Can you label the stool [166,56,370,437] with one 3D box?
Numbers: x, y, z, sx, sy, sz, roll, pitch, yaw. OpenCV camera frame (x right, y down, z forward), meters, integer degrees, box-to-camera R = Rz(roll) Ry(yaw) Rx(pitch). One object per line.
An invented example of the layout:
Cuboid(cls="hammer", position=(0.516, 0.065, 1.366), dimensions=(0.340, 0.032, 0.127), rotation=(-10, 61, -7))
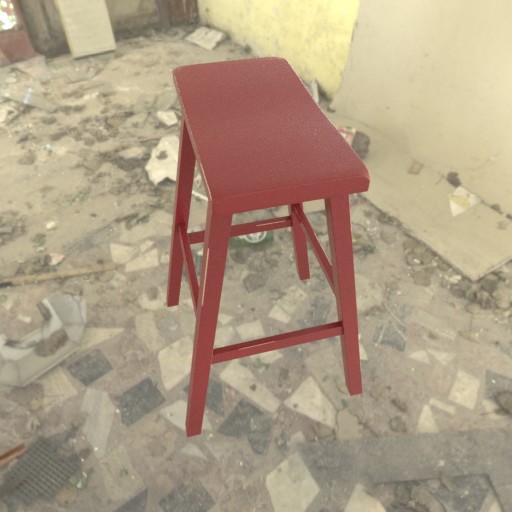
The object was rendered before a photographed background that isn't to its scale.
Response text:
Cuboid(cls="stool", position=(0.000, 0.000, 1.046), dimensions=(0.476, 0.737, 0.457), rotation=(-11, 47, -10))
